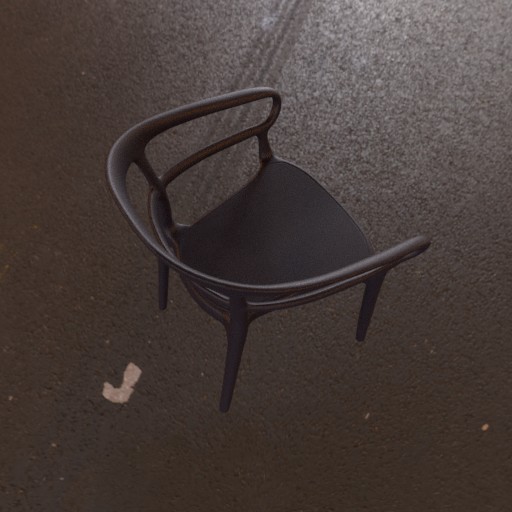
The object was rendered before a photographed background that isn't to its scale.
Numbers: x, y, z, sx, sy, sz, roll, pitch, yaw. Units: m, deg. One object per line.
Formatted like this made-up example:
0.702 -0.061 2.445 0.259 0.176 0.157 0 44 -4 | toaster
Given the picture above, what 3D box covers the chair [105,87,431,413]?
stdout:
0.000 0.000 1.125 0.527 0.761 0.559 -29 63 -16 | chair
